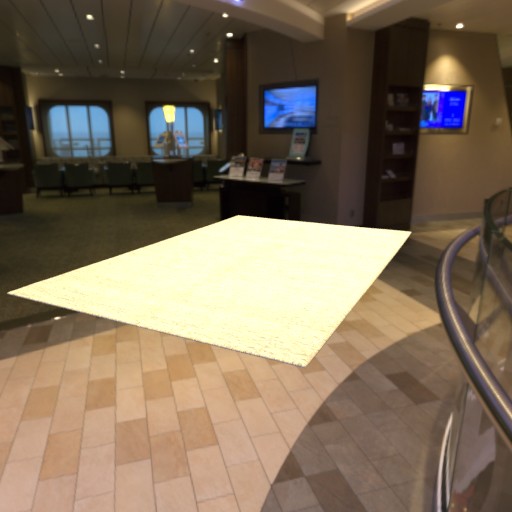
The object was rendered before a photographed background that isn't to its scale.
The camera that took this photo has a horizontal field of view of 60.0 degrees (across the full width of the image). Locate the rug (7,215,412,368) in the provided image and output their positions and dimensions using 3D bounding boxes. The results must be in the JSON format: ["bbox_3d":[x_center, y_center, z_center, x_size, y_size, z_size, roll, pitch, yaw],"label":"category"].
[{"bbox_3d":[0.000,0.000,2.257,1.250,0.015,1.850,8,18,26],"label":"rug"}]
